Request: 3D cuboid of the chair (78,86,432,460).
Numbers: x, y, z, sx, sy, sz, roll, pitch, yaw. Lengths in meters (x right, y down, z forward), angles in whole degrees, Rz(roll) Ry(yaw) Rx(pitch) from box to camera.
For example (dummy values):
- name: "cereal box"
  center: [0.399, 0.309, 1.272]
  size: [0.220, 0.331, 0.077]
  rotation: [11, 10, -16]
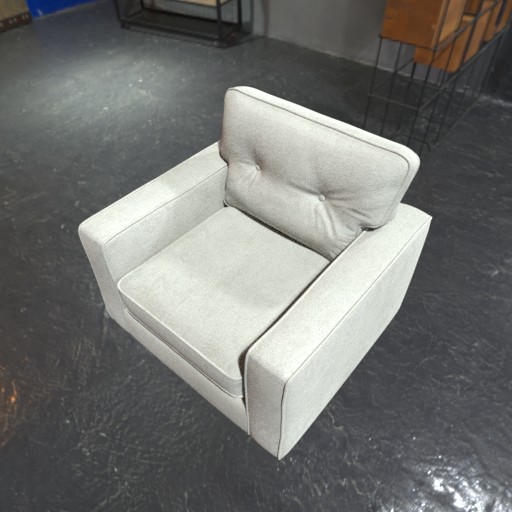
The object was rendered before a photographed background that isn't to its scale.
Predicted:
- name: "chair"
  center: [0.000, 0.000, 1.776]
  size: [1.015, 0.965, 0.939]
  rotation: [31, 53, 27]
